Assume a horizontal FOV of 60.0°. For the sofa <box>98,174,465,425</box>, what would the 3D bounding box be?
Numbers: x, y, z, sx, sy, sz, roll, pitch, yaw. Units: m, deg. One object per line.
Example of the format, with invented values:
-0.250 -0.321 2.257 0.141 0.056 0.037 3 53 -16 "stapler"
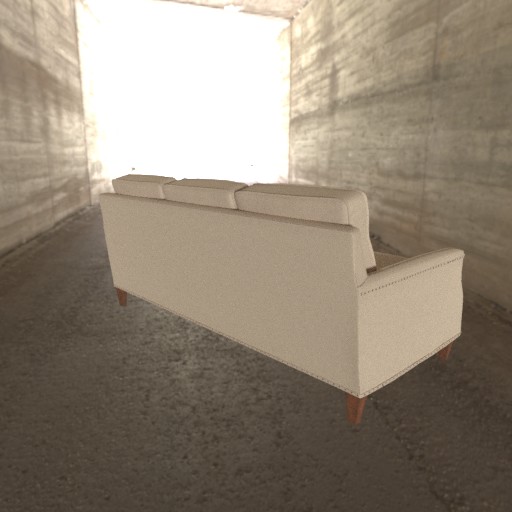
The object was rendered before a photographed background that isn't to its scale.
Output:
0.000 0.000 2.835 1.084 1.003 2.246 -12 18 -42 "sofa"
